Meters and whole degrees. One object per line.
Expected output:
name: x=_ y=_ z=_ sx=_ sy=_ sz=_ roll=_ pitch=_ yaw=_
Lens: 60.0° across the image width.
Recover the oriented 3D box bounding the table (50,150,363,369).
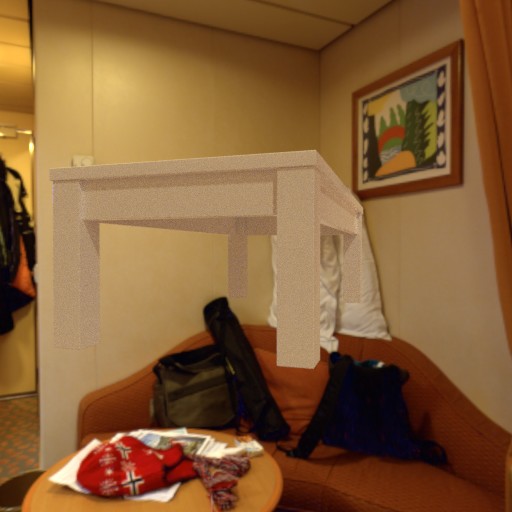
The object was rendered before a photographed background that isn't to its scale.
table: x=0.000 y=0.000 z=1.695 sx=0.700 sy=0.470 sz=1.350 roll=0 pitch=1 yaw=18
